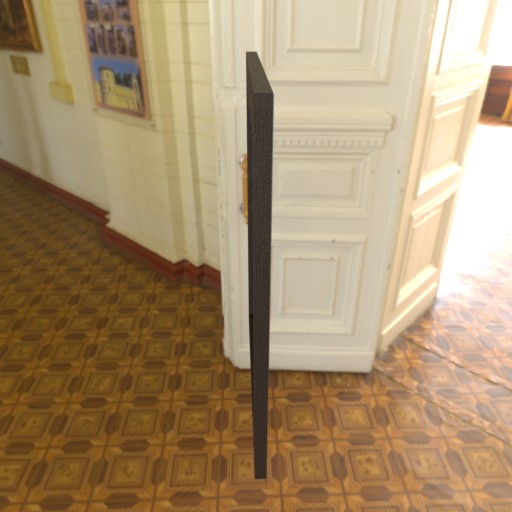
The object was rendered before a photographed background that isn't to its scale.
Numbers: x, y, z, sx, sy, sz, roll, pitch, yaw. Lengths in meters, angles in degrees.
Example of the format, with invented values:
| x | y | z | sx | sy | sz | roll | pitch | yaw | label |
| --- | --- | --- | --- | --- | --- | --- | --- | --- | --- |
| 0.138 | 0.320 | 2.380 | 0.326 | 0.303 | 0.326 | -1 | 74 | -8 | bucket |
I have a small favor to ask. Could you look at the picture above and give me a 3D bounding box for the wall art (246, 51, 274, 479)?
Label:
| x | y | z | sx | sy | sz | roll | pitch | yaw | label |
| --- | --- | --- | --- | --- | --- | --- | --- | --- | --- |
| 0.000 | 0.000 | 0.648 | 0.017 | 0.513 | 0.359 | -1 | 30 | -2 | wall art |
